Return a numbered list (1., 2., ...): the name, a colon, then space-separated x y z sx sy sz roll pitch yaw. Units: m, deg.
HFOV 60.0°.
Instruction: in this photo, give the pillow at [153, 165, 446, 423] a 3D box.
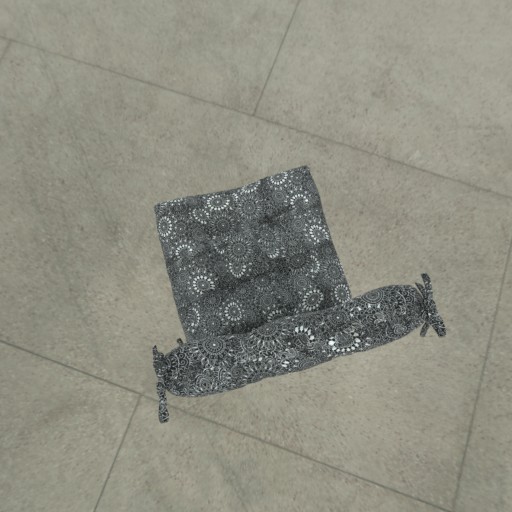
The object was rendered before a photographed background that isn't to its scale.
1. pillow: 0.000 0.000 1.031 0.519 0.605 0.571 -15 76 -4
